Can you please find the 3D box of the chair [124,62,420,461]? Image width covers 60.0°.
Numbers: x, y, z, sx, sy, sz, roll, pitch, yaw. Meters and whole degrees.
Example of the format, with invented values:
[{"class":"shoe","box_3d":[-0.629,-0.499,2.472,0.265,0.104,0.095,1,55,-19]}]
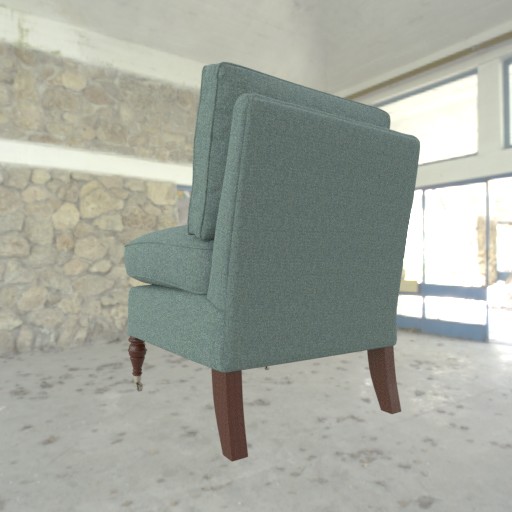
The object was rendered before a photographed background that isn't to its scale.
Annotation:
[{"class":"chair","box_3d":[0.000,0.000,1.389,0.624,0.901,0.796,1,-1,-35]}]
